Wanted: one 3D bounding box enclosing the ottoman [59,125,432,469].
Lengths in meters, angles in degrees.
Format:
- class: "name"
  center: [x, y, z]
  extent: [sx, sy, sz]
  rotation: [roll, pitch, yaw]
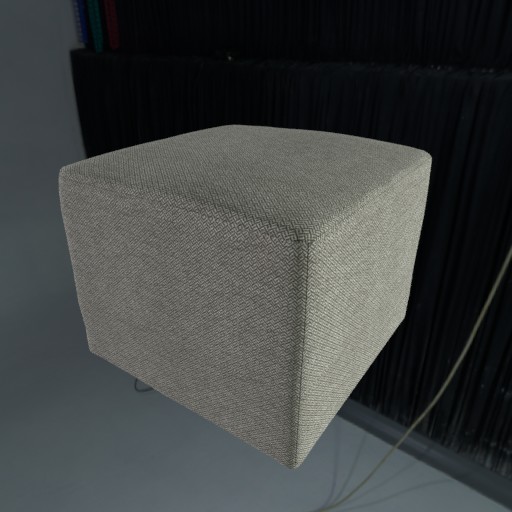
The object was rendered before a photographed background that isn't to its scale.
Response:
- class: "ottoman"
  center: [0.000, 0.000, 0.899]
  extent: [0.512, 0.453, 0.519]
  rotation: [18, 32, 31]
